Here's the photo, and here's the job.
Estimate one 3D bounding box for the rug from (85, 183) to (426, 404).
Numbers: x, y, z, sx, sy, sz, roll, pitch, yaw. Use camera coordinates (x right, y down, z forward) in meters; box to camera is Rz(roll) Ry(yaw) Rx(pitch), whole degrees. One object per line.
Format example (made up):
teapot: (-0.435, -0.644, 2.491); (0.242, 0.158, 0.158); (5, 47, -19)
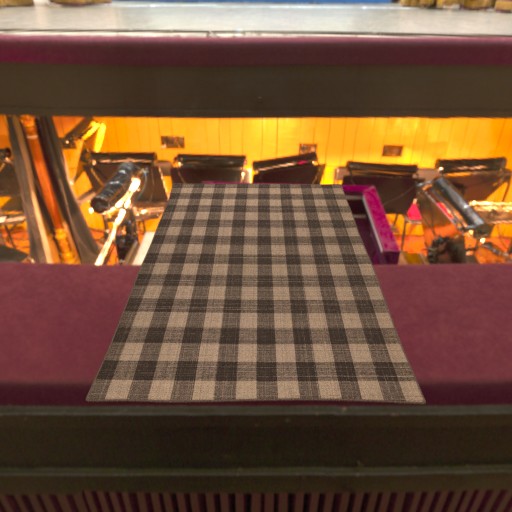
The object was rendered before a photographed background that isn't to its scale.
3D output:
rug: (0.000, 0.000, 3.040); (1.554, 0.011, 2.476); (0, 32, 0)
